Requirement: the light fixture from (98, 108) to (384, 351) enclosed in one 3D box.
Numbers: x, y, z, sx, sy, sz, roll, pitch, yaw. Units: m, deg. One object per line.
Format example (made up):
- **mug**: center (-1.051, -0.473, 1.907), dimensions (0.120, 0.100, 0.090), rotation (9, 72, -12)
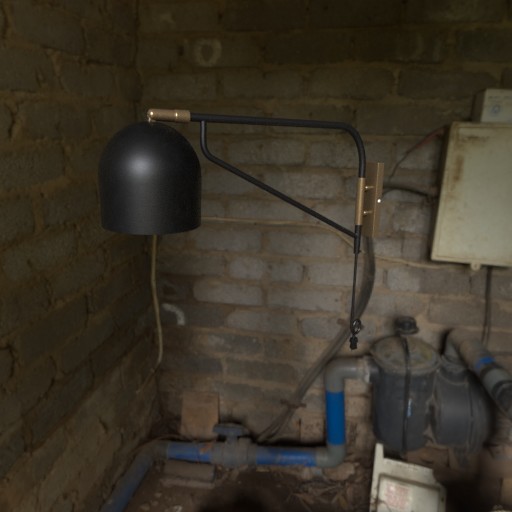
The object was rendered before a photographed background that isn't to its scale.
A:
- **light fixture**: center (0.000, 0.000, 1.113), dimensions (0.720, 0.696, 0.215), rotation (-8, 18, -25)
